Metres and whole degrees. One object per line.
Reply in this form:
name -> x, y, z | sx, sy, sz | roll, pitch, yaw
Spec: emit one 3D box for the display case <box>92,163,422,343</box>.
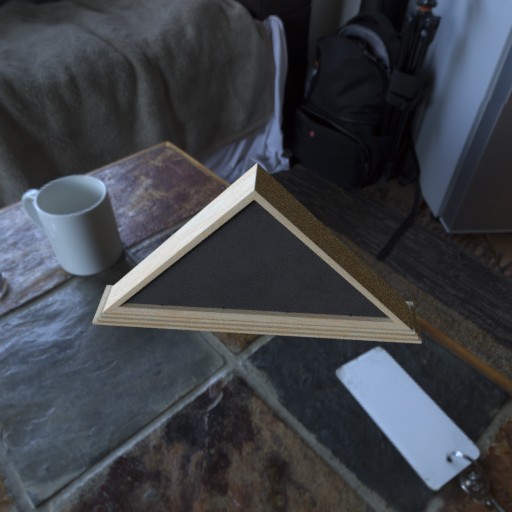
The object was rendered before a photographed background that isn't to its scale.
display case -> 0.000, 0.000, 0.771 | 0.640, 0.340, 0.095 | 3, 47, 3
